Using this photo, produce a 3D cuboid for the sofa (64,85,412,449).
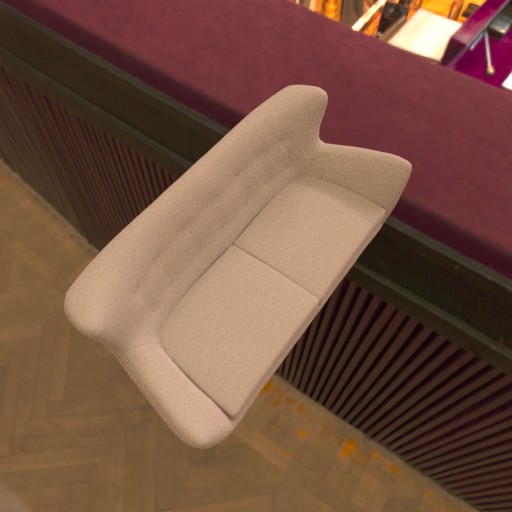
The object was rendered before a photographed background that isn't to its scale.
[{"bbox_3d":[0.000,0.000,2.456,0.899,0.890,1.930,33,64,18],"label":"sofa"}]
